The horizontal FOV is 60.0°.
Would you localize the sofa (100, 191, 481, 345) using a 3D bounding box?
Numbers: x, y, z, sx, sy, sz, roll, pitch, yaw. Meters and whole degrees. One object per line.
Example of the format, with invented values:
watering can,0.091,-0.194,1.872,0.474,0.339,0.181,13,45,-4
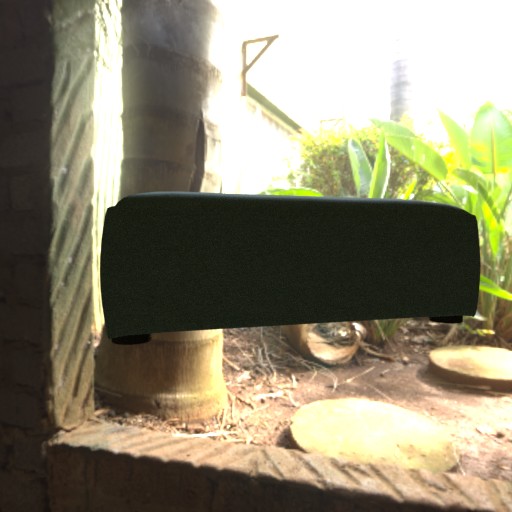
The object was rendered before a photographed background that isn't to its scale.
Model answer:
sofa,0.000,0.000,1.453,0.930,0.330,0.930,-1,2,-17
